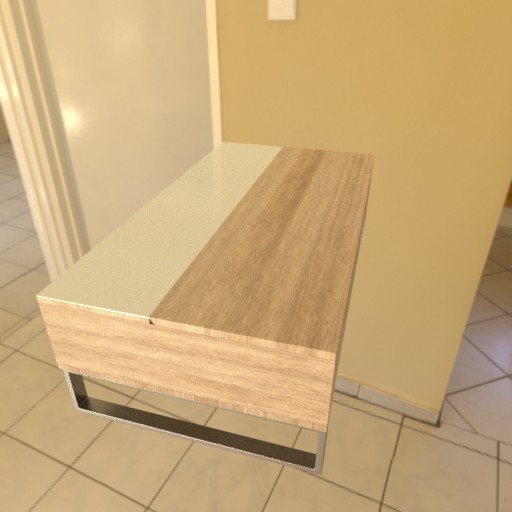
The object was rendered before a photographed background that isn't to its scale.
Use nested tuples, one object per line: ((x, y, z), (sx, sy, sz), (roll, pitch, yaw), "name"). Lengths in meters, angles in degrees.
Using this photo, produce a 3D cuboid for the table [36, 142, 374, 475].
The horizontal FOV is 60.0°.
((0.000, 0.000, 1.359), (0.600, 0.350, 1.100), (8, 32, 14), "table")
